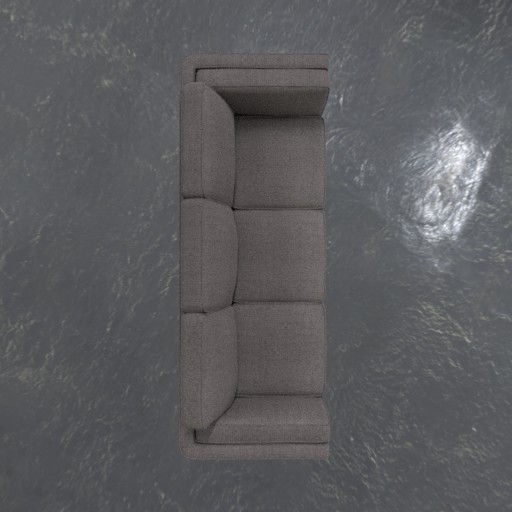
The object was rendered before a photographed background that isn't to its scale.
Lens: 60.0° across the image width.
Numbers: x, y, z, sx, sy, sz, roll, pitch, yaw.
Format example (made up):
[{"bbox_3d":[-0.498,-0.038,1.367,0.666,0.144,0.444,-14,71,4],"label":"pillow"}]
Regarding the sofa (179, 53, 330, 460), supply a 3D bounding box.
[{"bbox_3d":[0.000,0.000,2.783,0.903,0.899,2.362,0,90,0],"label":"sofa"}]
